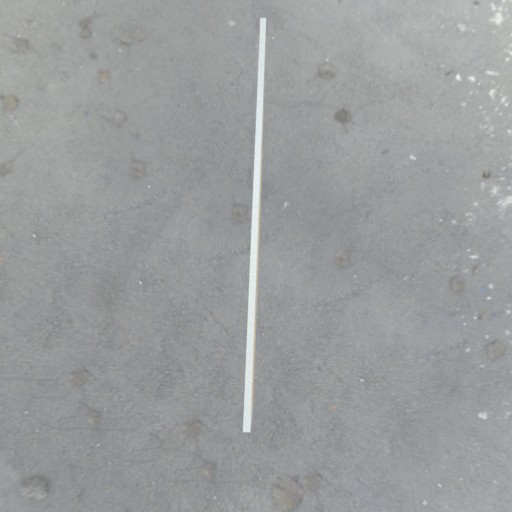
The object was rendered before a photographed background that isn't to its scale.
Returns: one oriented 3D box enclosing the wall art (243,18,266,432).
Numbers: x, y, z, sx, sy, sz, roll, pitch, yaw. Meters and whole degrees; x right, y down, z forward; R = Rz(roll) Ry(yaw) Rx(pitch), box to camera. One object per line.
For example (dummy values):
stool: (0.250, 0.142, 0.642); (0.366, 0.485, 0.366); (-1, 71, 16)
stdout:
wall art: (0.000, 0.000, 1.208); (0.012, 0.809, 0.809); (2, 75, 1)
